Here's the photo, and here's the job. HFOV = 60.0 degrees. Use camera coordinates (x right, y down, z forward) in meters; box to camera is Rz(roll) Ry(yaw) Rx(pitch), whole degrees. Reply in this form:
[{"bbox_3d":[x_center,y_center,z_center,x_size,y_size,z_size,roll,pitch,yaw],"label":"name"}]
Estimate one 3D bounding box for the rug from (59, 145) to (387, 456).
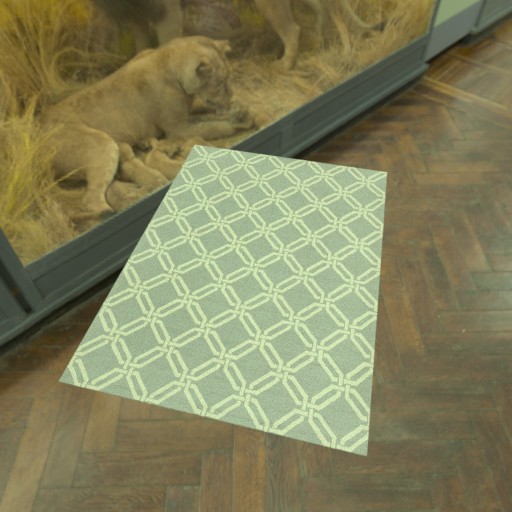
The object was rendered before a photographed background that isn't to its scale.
[{"bbox_3d":[0.000,0.000,4.438,2.438,0.013,3.353,10,49,9],"label":"rug"}]
